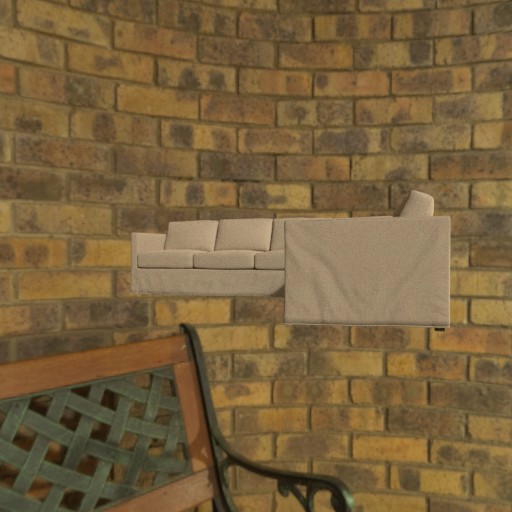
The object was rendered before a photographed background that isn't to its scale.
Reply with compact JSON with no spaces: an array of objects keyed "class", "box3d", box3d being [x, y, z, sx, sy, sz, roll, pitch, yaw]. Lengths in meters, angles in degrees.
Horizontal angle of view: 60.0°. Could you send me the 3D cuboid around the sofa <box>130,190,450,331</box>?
[{"class":"sofa","box3d":[0.000,0.000,4.223,3.182,0.871,2.432,0,1,18]}]
